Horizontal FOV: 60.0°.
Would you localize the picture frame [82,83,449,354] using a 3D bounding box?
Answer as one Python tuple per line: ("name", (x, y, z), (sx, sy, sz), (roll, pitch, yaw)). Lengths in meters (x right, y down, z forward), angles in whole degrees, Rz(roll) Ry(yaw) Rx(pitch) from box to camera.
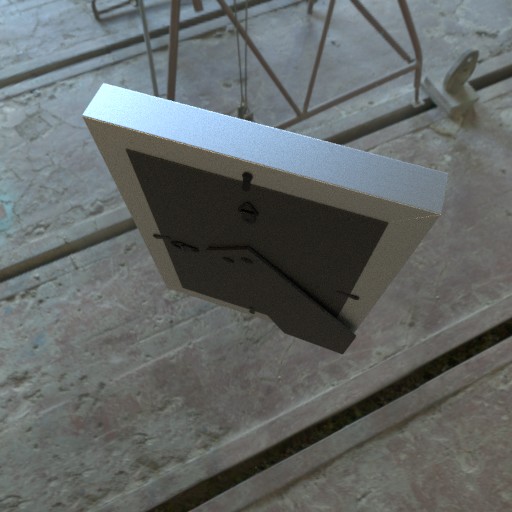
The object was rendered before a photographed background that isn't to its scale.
("picture frame", (0.000, 0.000, 0.280), (0.157, 0.208, 0.028), (17, 66, 8))
